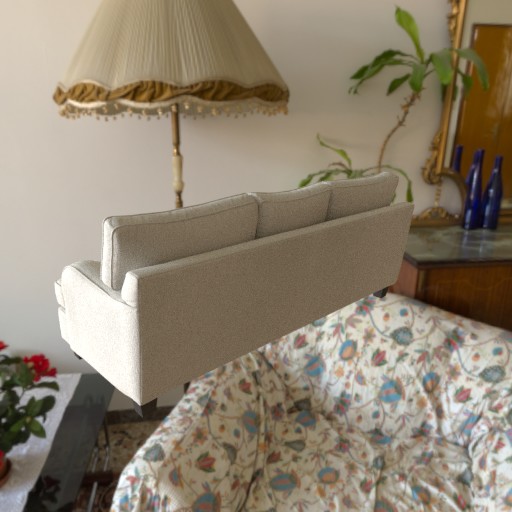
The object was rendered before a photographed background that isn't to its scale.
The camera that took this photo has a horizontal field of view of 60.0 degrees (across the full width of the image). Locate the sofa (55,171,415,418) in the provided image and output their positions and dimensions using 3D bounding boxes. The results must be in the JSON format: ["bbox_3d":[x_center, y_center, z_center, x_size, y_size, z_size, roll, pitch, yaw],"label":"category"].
[{"bbox_3d":[0.000,0.000,2.953,2.323,0.991,1.016,-16,24,-41],"label":"sofa"}]
